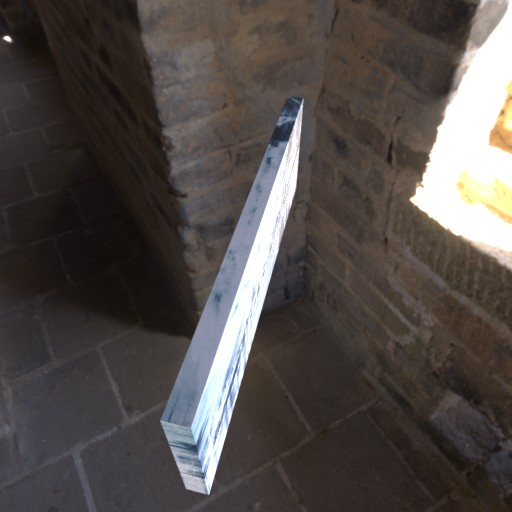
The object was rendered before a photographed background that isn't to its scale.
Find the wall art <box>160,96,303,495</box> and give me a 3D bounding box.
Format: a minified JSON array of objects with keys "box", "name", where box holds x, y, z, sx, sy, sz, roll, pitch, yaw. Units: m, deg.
[{"box":[0.000,0.000,0.828,0.037,0.251,0.759,10,48,9],"name":"wall art"}]
